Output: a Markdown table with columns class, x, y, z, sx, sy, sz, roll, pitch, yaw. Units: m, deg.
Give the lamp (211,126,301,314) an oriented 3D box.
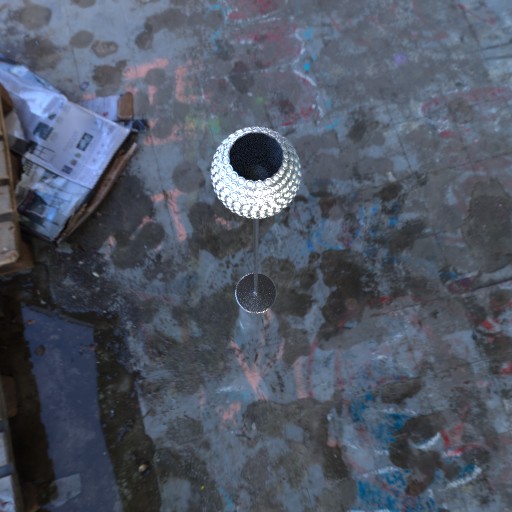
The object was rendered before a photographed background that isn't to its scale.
| class | x | y | z | sx | sy | sz | roll | pitch | yaw |
| --- | --- | --- | --- | --- | --- | --- | --- | --- | --- |
| lamp | 0.000 | 0.000 | 1.910 | 0.254 | 1.805 | 0.254 | 0 | 75 | 0 |
